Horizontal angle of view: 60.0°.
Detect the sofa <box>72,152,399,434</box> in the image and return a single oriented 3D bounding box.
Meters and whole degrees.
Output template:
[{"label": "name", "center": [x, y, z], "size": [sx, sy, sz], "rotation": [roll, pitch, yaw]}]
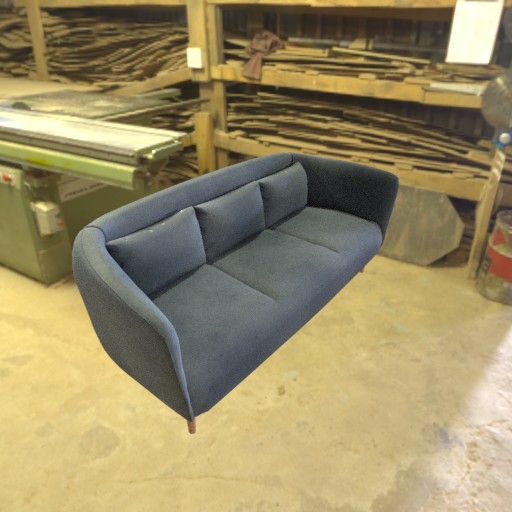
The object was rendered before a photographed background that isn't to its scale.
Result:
[{"label": "sofa", "center": [0.000, 0.000, 2.485], "size": [0.849, 0.795, 2.095], "rotation": [18, 32, 32]}]
